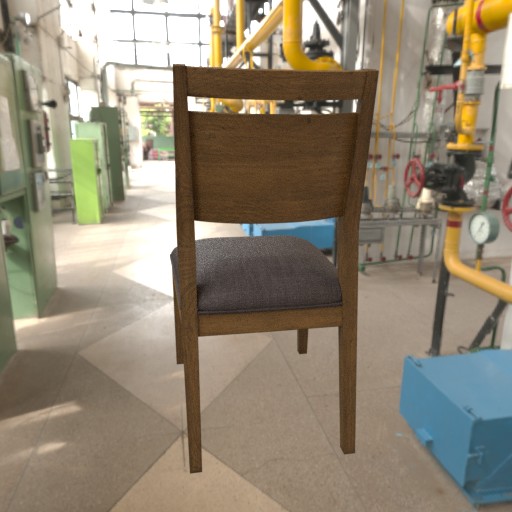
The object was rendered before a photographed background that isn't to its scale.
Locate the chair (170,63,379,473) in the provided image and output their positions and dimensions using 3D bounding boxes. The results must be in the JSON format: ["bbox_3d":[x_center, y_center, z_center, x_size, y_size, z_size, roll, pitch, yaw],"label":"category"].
[{"bbox_3d":[0.000,0.000,1.272,0.501,0.939,0.610,-3,15,-10],"label":"chair"}]
